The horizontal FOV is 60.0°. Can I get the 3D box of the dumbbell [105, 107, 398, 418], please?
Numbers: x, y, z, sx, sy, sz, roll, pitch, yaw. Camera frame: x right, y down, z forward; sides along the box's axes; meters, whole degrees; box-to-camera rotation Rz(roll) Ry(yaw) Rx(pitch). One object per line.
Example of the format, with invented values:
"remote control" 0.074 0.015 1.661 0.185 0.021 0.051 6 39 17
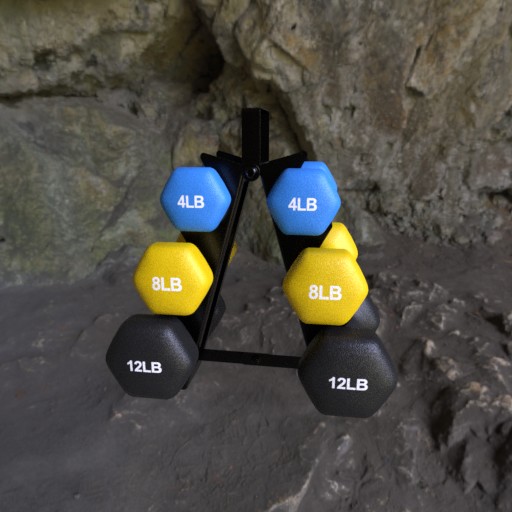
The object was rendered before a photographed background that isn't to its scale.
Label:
"dumbbell" 0.000 0.000 0.676 0.409 0.426 0.255 2 15 9
